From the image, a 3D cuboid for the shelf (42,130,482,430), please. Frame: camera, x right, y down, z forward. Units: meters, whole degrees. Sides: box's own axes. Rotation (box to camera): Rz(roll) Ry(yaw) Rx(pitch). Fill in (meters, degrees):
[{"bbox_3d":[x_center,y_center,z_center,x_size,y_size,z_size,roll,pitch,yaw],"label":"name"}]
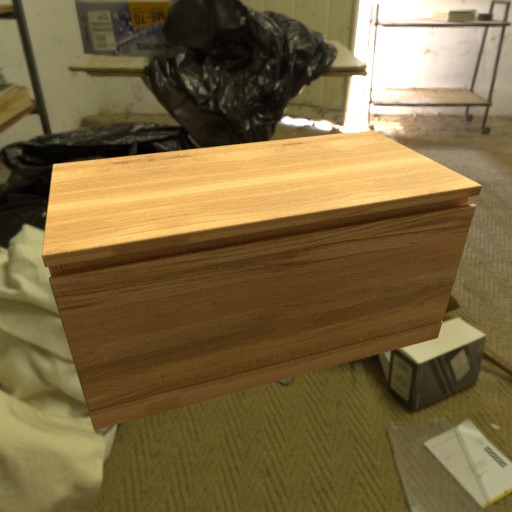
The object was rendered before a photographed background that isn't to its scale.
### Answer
[{"bbox_3d":[0.000,0.000,1.022,0.800,0.400,0.400,-10,33,-16],"label":"shelf"}]
